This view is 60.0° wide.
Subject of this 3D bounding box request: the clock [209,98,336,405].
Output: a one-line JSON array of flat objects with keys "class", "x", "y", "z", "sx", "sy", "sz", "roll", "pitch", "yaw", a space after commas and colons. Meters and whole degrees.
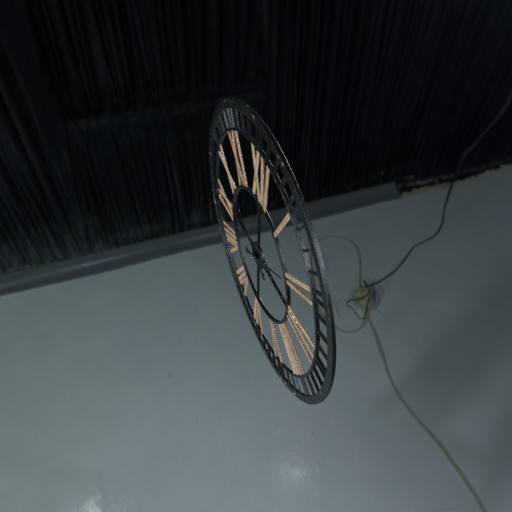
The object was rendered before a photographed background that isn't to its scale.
[{"class": "clock", "x": 0.000, "y": 0.000, "z": 1.240, "sx": 0.025, "sy": 0.843, "sz": 0.843, "roll": -17, "pitch": 49, "yaw": -15}]
